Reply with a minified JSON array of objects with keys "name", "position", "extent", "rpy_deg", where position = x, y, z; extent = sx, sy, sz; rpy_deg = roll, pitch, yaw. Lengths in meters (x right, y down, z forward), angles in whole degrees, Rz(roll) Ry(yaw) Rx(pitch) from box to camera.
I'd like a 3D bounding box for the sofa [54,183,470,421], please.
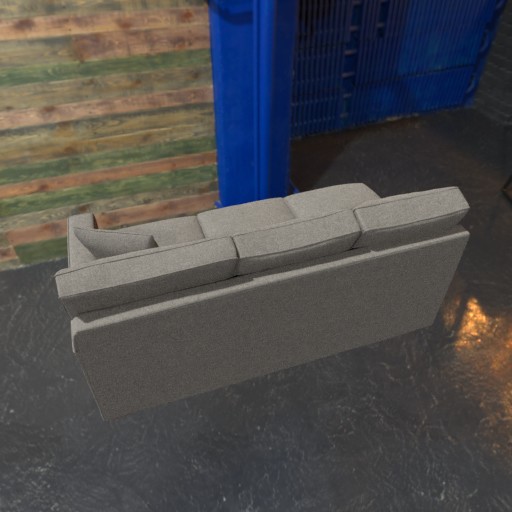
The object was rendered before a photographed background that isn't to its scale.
[{"name":"sofa","position":[0.000,0.000,2.535],"extent":[1.963,0.946,1.034],"rpy_deg":[-13,43,-14]}]
